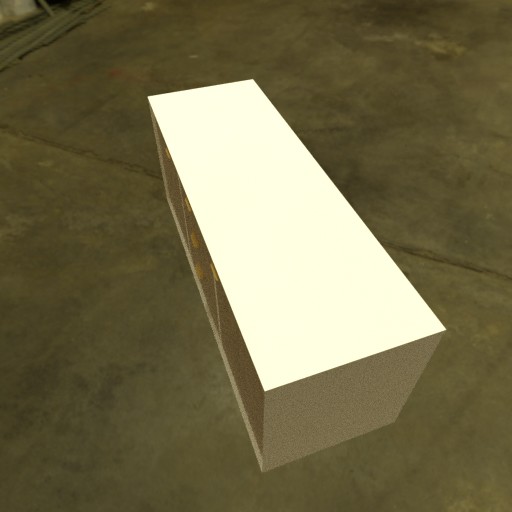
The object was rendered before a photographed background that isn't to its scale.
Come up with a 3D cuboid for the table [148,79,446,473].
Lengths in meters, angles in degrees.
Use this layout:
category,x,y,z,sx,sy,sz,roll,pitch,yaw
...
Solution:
category,x,y,z,sx,sy,sz,roll,pitch,yaw
table,0.000,0.000,1.852,0.508,0.769,1.500,-15,49,-13
